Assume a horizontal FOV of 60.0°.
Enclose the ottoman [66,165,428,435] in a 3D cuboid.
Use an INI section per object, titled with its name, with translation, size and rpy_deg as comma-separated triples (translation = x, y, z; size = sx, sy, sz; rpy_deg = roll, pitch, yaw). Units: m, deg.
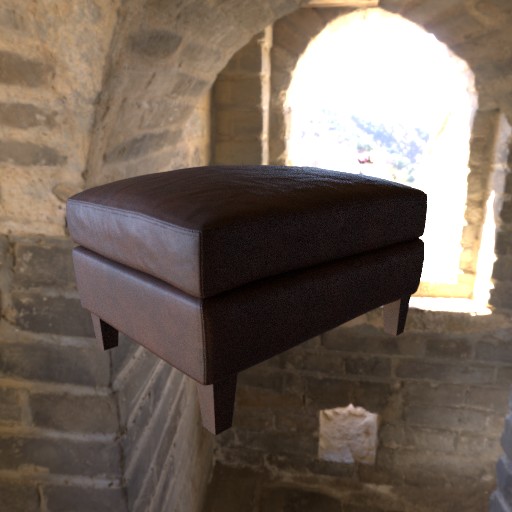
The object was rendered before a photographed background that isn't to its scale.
[ottoman]
translation = 0.000, 0.000, 1.307
size = 0.887, 0.527, 0.659
rpy_deg = -13, 19, -41
